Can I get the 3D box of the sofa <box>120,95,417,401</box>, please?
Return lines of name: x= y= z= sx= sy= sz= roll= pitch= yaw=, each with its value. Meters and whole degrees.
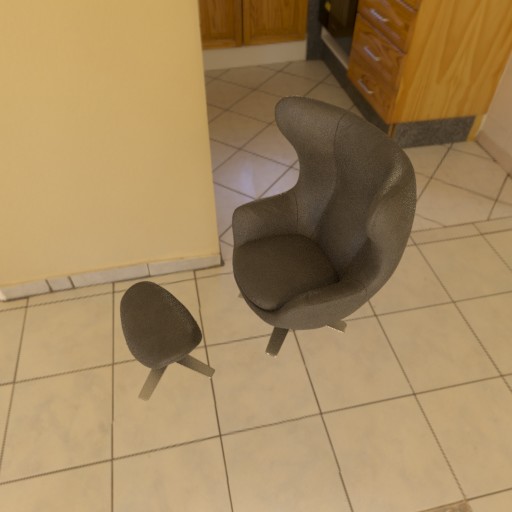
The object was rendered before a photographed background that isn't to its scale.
sofa: x=0.000 y=0.000 z=2.152 sx=1.444 sy=1.135 sz=0.894 roll=-16 pitch=48 yaw=-15
